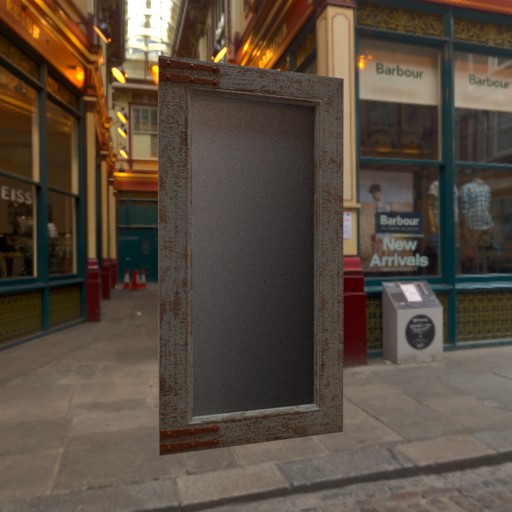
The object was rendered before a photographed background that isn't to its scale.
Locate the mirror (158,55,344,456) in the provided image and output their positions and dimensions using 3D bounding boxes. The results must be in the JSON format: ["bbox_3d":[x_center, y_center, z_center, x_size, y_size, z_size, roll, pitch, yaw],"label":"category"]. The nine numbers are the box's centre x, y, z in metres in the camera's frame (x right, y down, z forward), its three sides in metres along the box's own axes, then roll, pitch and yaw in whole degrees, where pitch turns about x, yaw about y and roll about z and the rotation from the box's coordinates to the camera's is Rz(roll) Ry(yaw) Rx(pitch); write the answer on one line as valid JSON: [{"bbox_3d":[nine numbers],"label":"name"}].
[{"bbox_3d":[0.000,0.000,1.097,0.472,0.922,0.027,0,1,-17],"label":"mirror"}]
